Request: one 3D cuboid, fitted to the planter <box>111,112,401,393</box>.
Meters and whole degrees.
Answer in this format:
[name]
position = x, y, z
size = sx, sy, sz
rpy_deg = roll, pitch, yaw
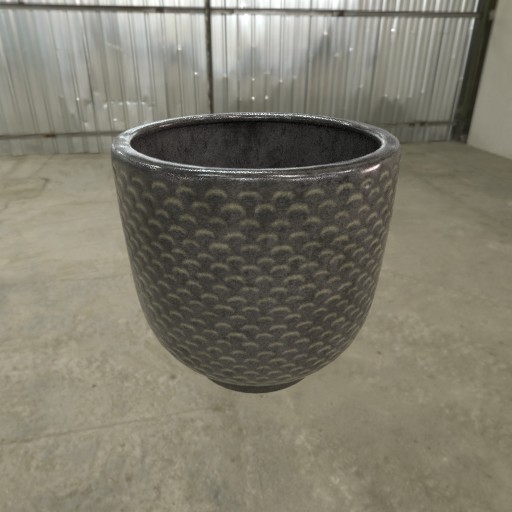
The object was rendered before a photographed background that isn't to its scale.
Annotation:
[planter]
position = 0.000, 0.000, 0.351
size = 0.197, 0.191, 0.197
rpy_deg = 0, 27, 0
